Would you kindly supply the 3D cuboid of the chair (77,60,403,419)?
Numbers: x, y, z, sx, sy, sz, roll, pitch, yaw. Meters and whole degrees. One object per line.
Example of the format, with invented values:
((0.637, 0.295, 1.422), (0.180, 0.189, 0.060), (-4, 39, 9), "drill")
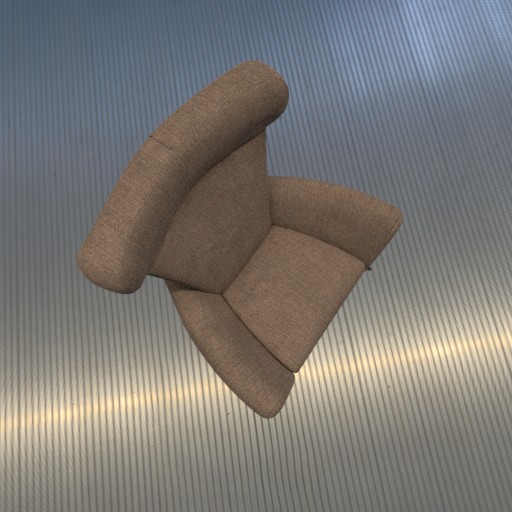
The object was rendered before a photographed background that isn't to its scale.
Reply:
((0.000, 0.000, 1.793), (0.900, 1.040, 0.980), (34, 77, 9), "chair")
